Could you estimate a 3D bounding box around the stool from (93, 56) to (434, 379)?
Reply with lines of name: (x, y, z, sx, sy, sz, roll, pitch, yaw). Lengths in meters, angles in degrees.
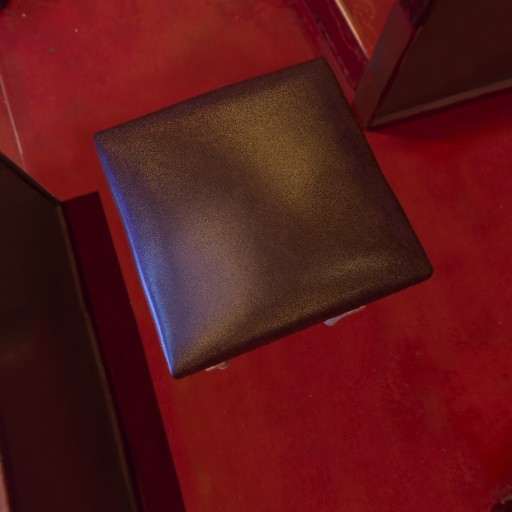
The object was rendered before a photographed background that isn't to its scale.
stool: (0.000, 0.000, 0.920, 0.383, 0.702, 0.382, -21, 76, -5)
